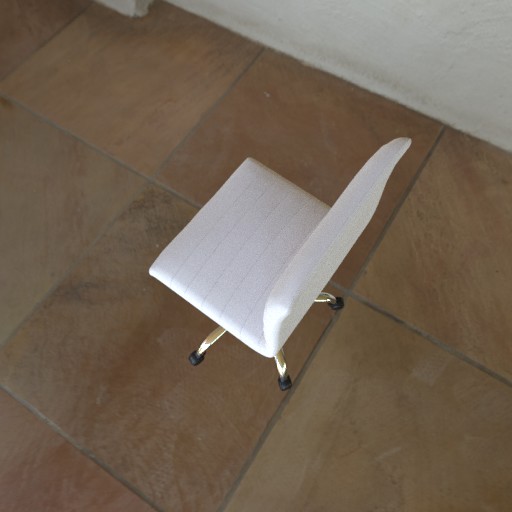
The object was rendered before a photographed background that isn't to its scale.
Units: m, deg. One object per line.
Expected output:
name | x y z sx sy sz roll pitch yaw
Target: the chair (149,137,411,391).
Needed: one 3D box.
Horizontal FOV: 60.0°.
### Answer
chair | 0.000 0.000 1.048 0.455 0.750 0.520 33 69 14
